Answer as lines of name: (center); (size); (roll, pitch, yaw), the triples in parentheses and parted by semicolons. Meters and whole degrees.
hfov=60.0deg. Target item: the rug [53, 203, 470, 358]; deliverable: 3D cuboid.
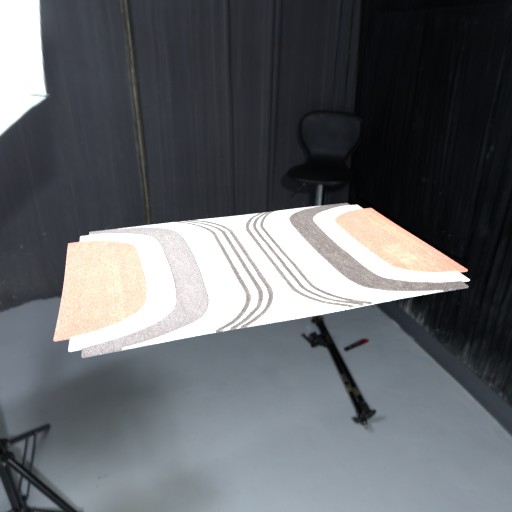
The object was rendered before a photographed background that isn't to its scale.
rug: (0.000, 0.000, 2.991); (2.446, 0.017, 1.530); (-8, 28, -15)
